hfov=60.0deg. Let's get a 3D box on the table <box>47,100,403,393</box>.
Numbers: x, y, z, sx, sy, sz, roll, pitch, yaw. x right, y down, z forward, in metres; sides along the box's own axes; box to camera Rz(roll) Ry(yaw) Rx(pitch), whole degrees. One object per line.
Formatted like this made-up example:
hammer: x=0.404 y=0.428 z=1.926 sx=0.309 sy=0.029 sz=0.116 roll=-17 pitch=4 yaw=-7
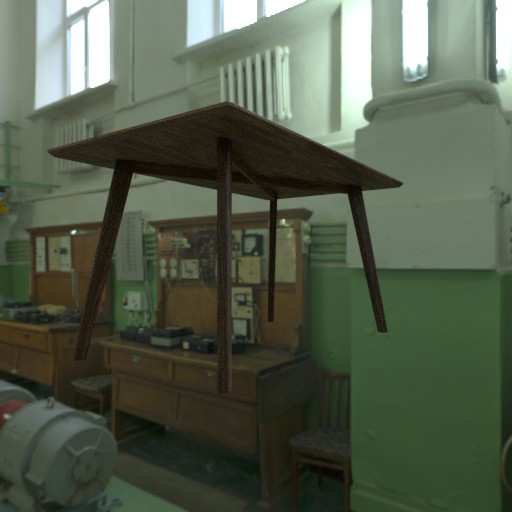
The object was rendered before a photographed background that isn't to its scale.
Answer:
table: x=0.000 y=0.000 z=1.836 sx=0.801 sy=0.724 sz=1.349 roll=-1 pitch=-1 yaw=36
